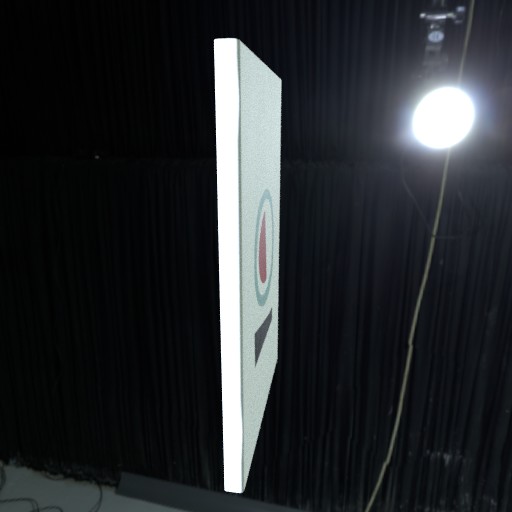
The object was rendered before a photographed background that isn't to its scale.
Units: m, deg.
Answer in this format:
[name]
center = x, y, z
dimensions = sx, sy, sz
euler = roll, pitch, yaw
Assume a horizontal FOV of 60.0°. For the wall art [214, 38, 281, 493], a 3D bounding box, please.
[wall art]
center = 0.000, 0.000, 1.126
dimensions = 0.048, 0.902, 0.602
euler = 3, 16, 9
